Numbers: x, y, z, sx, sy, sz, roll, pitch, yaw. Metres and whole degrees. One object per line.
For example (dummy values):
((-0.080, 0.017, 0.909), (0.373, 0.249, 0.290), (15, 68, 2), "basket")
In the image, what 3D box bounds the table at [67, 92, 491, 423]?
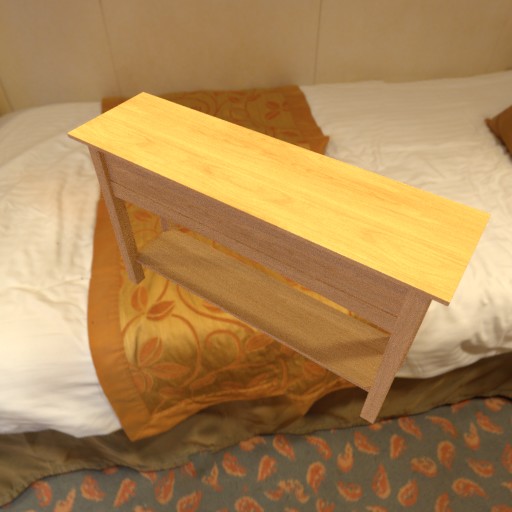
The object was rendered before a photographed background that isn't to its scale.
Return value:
((0.000, 0.000, 1.554), (1.240, 0.730, 0.350), (26, 51, 23), "table")
